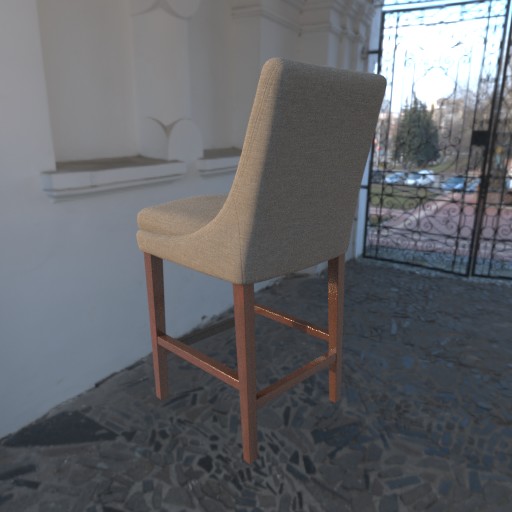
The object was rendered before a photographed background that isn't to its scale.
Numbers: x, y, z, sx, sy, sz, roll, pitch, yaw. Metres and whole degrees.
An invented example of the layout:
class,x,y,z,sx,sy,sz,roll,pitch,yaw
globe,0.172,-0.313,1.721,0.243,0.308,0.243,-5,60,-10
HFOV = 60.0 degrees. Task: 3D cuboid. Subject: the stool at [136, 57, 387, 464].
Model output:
class,x,y,z,sx,sy,sz,roll,pitch,yaw
stool,0.000,0.000,1.295,0.577,0.981,0.470,15,22,43
